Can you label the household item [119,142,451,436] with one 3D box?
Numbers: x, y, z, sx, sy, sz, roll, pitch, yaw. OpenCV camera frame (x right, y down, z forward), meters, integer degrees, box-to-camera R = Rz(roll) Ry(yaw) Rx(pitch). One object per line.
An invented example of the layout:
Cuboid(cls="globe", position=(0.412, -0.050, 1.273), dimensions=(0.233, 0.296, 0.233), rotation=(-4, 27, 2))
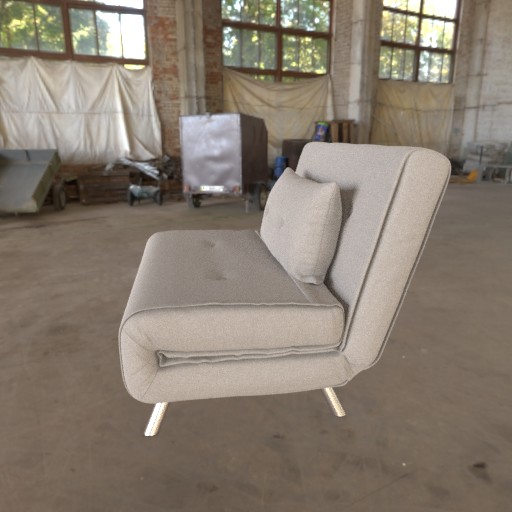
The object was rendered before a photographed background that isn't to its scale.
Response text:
Cuboid(cls="household item", position=(0.000, 0.000, 1.631), dimensions=(0.874, 0.800, 1.000), rotation=(-2, 15, -9))
